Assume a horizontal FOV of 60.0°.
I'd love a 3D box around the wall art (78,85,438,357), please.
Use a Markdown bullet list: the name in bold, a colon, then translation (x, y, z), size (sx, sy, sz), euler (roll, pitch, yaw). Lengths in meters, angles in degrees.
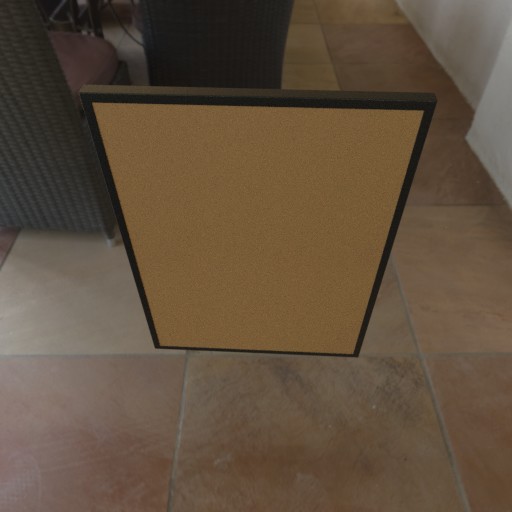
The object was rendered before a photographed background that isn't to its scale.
- **wall art**: translation (0.000, 0.000, 1.383), size (0.804, 1.061, 0.039), euler (2, 46, 2)
